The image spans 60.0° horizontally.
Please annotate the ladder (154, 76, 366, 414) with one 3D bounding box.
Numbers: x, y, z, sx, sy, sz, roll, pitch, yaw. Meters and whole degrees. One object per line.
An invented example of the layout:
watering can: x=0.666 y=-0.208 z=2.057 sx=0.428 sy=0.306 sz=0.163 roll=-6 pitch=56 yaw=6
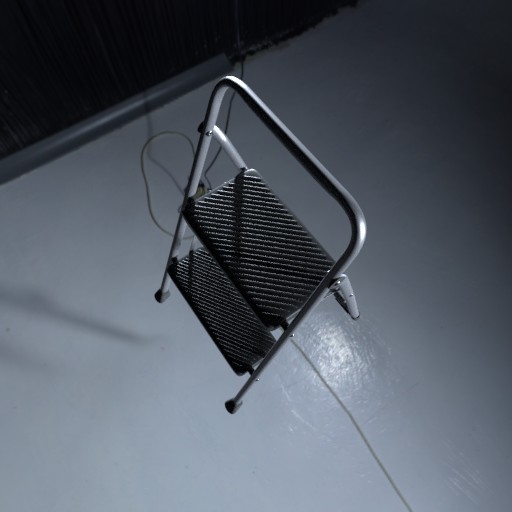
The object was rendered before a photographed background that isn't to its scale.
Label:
ladder: x=0.000 y=0.000 z=1.015 sx=0.472 sy=0.720 sz=0.430 roll=-33 pitch=69 yaw=-14
